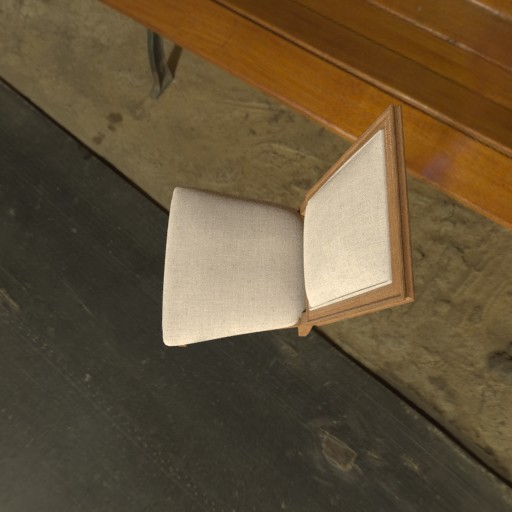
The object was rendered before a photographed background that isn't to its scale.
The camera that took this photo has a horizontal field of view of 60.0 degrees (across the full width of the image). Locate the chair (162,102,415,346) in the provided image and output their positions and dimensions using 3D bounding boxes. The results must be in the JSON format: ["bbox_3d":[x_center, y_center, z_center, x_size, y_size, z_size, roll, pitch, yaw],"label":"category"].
[{"bbox_3d":[0.000,0.000,1.348,0.601,0.988,0.536,1,75,0],"label":"chair"}]
